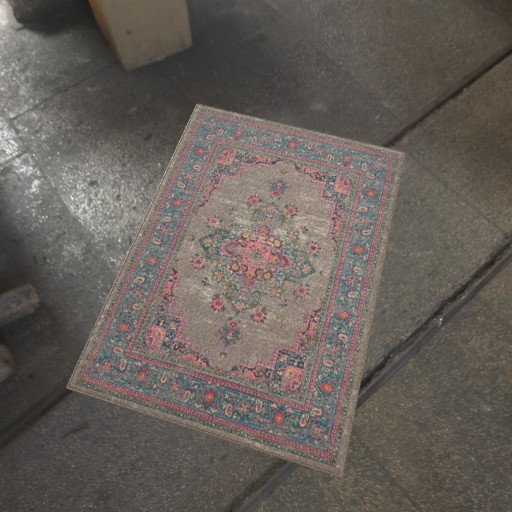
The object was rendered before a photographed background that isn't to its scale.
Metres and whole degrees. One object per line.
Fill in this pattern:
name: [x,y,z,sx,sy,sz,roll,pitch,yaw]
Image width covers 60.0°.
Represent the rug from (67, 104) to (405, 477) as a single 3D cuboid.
rug: [0.000,0.000,2.877,1.609,0.013,2.214,15,66,7]
